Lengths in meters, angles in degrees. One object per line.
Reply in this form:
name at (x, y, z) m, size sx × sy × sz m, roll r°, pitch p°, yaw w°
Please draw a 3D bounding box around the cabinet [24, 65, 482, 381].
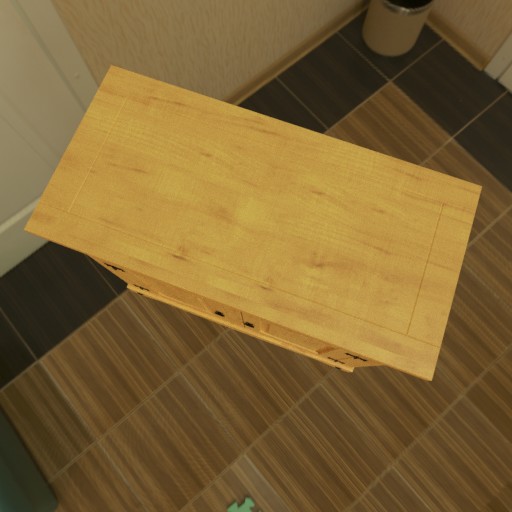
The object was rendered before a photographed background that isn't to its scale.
cabinet at (0.000, 0.000, 1.390) m, size 0.920 × 0.840 × 0.450 m, roll 20°, pitch 76°, yaw 5°
